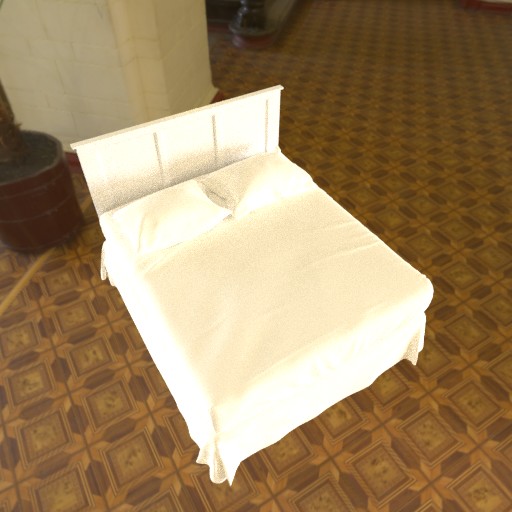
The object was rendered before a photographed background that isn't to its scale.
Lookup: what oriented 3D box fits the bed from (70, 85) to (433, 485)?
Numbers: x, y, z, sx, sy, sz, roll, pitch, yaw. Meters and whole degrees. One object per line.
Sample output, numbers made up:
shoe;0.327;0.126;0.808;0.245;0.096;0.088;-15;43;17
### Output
bed;0.000;0.000;3.071;1.876;1.269;2.047;-24;50;-21
